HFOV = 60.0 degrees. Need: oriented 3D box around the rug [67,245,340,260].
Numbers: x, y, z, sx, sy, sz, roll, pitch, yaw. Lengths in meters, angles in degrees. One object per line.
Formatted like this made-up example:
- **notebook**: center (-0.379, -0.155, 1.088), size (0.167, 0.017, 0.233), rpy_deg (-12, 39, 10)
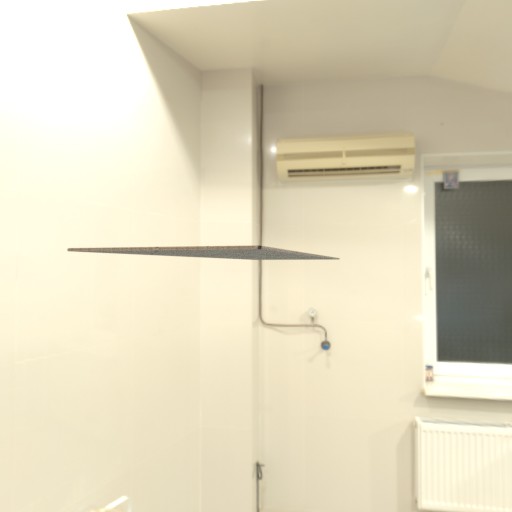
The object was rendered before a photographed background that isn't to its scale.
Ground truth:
- **rug**: center (0.000, 0.000, 2.731), size (0.762, 0.012, 2.438), rpy_deg (0, -1, 17)
